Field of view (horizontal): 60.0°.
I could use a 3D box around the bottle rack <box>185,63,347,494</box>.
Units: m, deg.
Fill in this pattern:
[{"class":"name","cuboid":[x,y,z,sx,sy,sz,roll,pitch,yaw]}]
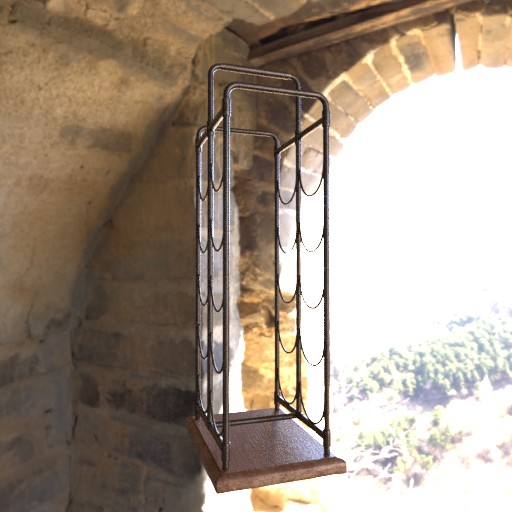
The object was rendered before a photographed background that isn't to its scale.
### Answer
[{"class":"bottle rack","cuboid":[0.000,0.000,0.795,0.208,0.680,0.276,0,-1,-18]}]
